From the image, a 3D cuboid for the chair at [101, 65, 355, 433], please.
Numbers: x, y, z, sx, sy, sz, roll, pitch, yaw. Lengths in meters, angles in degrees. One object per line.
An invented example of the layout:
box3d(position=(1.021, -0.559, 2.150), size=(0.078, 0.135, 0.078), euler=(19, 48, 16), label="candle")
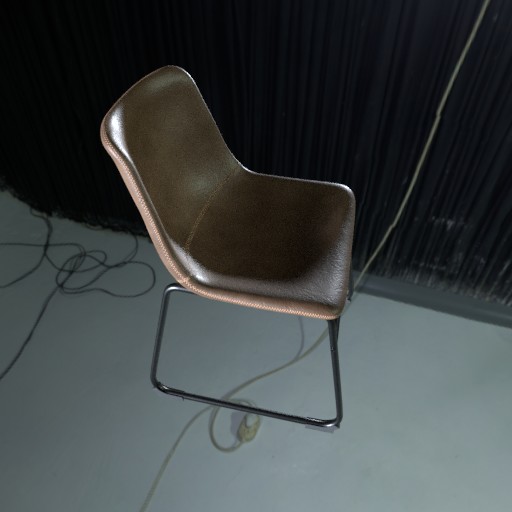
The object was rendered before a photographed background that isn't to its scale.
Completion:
box3d(position=(0.000, 0.000, 1.101), size=(0.551, 0.780, 0.460), euler=(9, 46, 9), label="chair")
